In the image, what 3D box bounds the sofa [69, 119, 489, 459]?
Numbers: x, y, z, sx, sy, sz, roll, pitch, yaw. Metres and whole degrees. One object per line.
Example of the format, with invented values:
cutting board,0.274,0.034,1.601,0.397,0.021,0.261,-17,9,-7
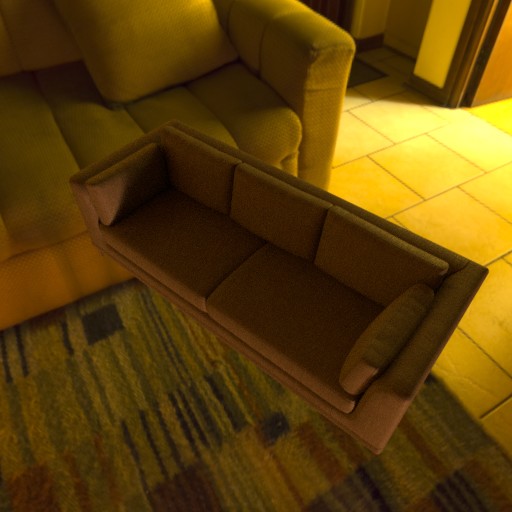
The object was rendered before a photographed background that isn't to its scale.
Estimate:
sofa,0.000,0.000,2.837,2.415,0.867,0.969,31,54,25
